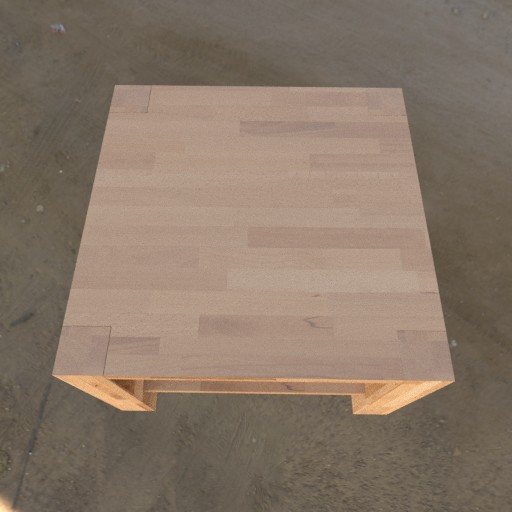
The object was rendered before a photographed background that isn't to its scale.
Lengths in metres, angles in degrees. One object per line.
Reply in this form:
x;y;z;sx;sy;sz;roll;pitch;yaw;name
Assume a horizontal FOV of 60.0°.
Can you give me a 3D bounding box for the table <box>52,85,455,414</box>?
0.000;0.000;1.127;0.700;0.451;0.700;1;63;0;table
